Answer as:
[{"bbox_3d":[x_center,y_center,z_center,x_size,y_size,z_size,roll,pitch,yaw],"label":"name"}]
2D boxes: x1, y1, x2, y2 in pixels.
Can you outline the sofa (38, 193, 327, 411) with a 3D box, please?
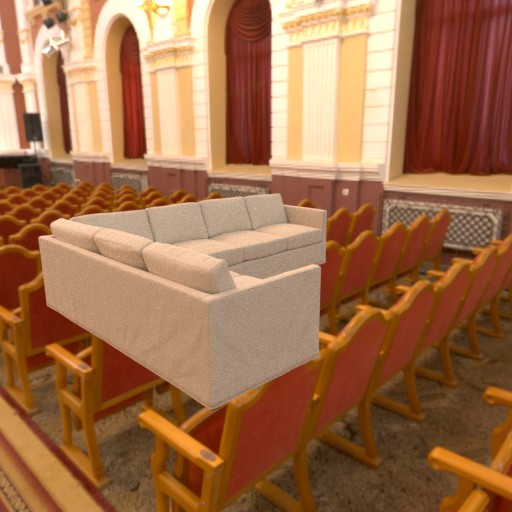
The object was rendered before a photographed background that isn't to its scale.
[{"bbox_3d":[0.000,0.000,4.331,2.432,0.871,3.182,14,20,43],"label":"sofa"}]
